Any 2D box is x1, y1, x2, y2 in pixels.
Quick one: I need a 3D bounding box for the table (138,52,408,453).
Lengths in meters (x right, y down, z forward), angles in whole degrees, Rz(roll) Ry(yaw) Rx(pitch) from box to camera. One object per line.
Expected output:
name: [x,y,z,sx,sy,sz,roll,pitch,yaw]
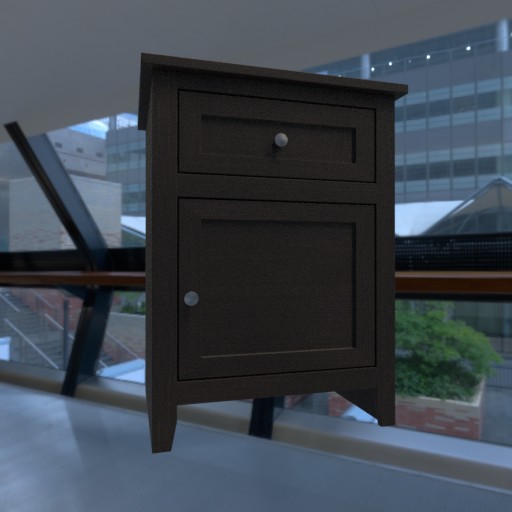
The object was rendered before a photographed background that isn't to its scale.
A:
table: [0.000,0.000,0.939,0.480,0.635,0.381,0,0,-16]
